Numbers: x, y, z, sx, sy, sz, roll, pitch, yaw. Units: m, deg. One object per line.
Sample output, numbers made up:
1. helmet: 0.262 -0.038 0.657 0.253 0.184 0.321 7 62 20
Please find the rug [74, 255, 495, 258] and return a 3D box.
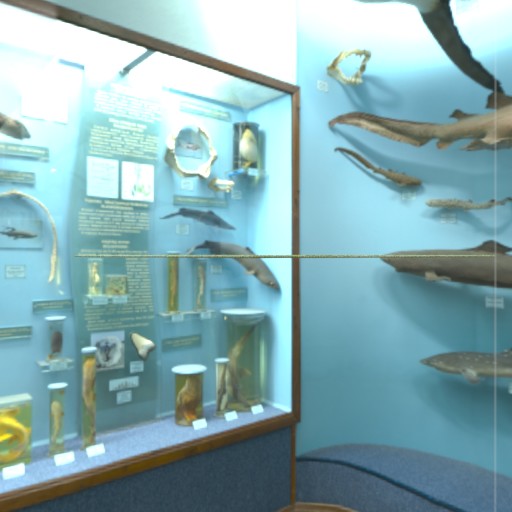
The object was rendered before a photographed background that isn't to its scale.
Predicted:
1. rug: 0.000 0.000 4.126 2.425 0.016 3.198 0 0 -37
